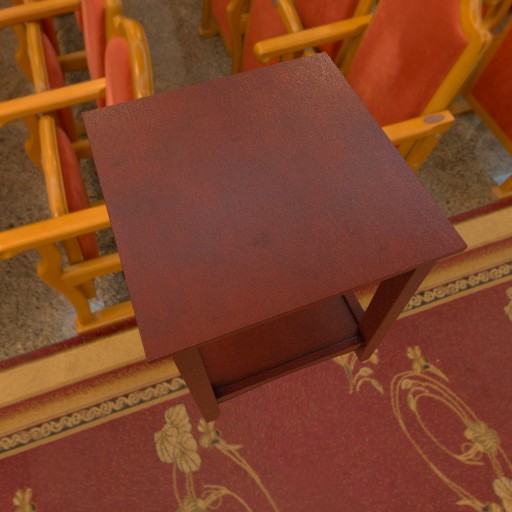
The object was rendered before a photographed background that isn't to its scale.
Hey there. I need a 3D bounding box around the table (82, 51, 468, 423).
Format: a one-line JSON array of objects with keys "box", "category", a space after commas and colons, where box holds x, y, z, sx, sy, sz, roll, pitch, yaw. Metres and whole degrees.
[{"box": [0.000, 0.000, 0.987, 0.522, 0.558, 0.523, -16, 61, -9], "category": "table"}]
